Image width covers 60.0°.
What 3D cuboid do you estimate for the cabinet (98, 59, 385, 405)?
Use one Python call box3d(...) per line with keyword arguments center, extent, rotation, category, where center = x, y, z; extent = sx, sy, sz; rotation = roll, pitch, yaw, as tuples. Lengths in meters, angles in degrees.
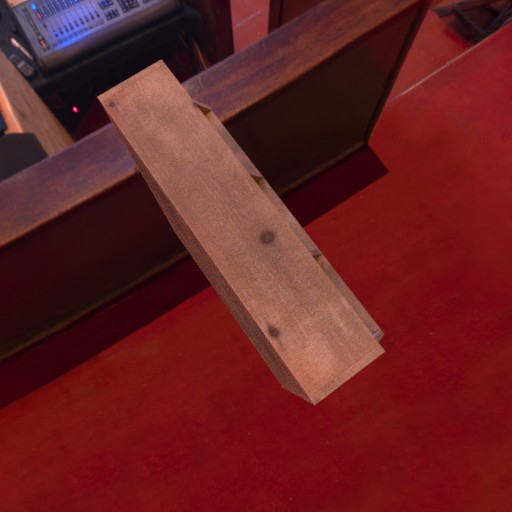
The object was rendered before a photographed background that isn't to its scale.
box3d(center=(0.000, 0.000, 0.851), extent=(0.184, 0.590, 0.489), rotation=(-34, 78, -8), category="cabinet")
